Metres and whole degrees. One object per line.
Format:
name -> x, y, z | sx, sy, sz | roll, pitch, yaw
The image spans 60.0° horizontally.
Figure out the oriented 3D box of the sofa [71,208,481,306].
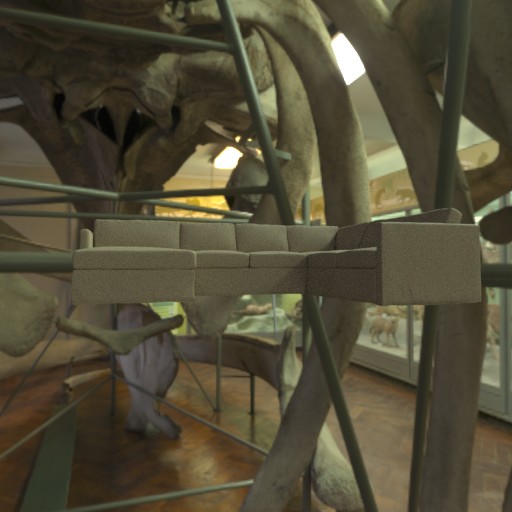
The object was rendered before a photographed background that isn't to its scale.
sofa -> 0.000, 0.000, 4.610 | 3.528, 0.878, 2.476 | 0, -1, -17
